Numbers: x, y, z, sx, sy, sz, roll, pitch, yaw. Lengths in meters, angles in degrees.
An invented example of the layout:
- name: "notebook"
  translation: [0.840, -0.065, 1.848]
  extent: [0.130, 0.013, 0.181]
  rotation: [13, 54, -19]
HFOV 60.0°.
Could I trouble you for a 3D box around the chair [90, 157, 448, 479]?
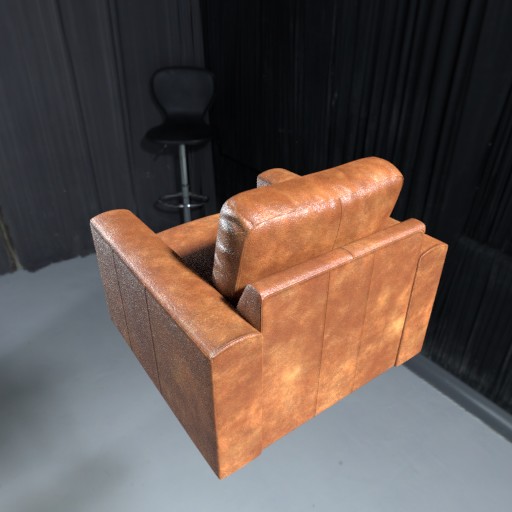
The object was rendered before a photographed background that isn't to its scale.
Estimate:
- name: "chair"
  translation: [0.000, 0.000, 1.771]
  extent: [1.005, 0.873, 1.016]
  rotation: [-20, 37, -30]
